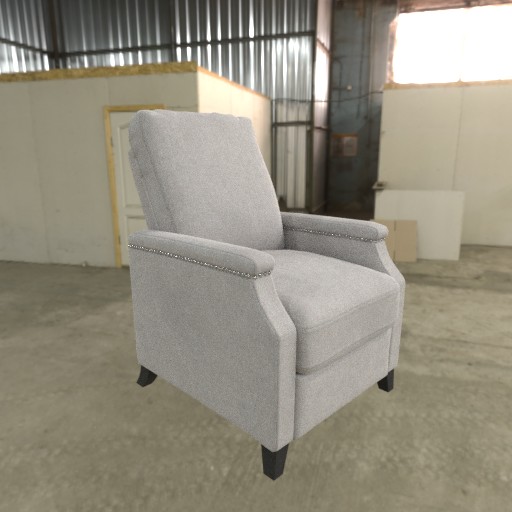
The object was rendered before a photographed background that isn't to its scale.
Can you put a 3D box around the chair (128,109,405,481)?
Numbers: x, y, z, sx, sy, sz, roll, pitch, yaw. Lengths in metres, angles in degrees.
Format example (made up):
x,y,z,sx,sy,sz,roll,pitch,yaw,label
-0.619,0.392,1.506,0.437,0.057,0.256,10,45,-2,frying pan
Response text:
x,y,z,sx,sy,sz,roll,pitch,yaw,label
0.000,0.000,1.648,0.922,1.049,0.710,14,20,43,chair
